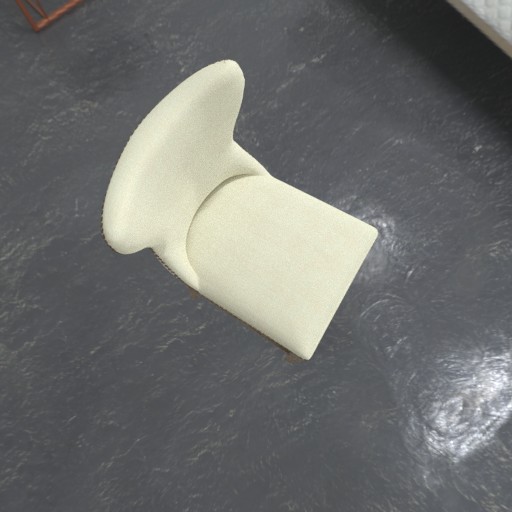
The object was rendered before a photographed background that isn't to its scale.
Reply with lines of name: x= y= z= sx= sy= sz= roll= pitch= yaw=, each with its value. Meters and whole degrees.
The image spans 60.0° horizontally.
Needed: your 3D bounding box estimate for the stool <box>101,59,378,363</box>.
stool: x=0.000 y=0.000 z=1.430 sx=0.606 sy=1.123 sz=0.494 roll=30 pitch=78 yaw=7
